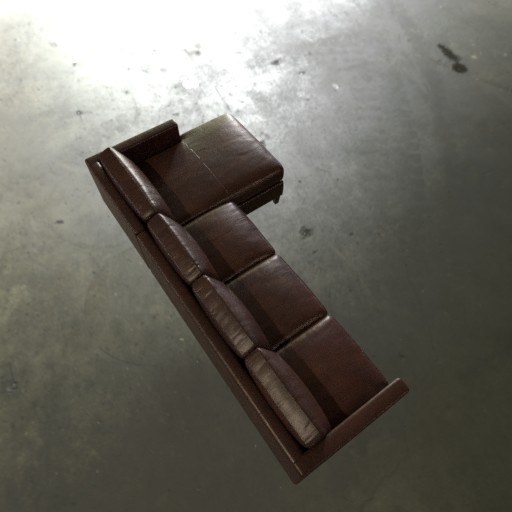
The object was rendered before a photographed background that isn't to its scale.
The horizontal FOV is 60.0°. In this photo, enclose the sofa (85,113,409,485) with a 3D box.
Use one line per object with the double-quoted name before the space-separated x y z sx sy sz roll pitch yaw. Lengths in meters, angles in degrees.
"sofa" 0.000 0.000 3.855 1.581 0.883 3.203 -31 64 -17
